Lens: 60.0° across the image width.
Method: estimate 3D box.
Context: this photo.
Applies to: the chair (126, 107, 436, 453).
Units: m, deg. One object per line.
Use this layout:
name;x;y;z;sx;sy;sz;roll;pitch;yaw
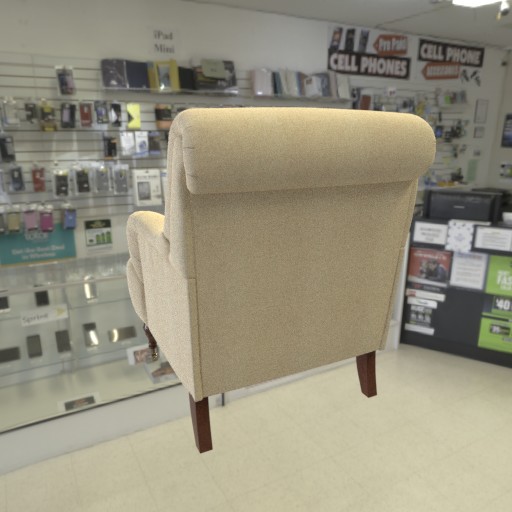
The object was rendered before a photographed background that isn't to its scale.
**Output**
chair;0.000;0.000;1.530;0.766;0.944;0.842;-8;17;-26
